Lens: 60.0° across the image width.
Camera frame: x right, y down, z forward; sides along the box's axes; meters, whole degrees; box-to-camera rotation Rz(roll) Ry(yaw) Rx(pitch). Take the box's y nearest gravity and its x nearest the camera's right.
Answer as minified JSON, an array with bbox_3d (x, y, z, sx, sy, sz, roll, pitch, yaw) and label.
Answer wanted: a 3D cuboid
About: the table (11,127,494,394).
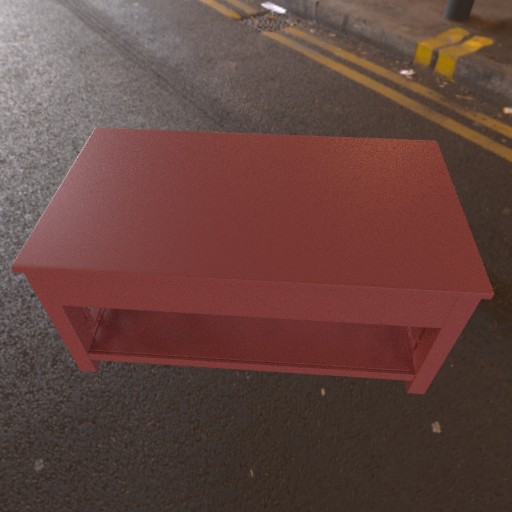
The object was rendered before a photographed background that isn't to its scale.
[{"bbox_3d":[0.000,0.000,1.363,1.068,0.493,0.612,3,47,3],"label":"table"}]
